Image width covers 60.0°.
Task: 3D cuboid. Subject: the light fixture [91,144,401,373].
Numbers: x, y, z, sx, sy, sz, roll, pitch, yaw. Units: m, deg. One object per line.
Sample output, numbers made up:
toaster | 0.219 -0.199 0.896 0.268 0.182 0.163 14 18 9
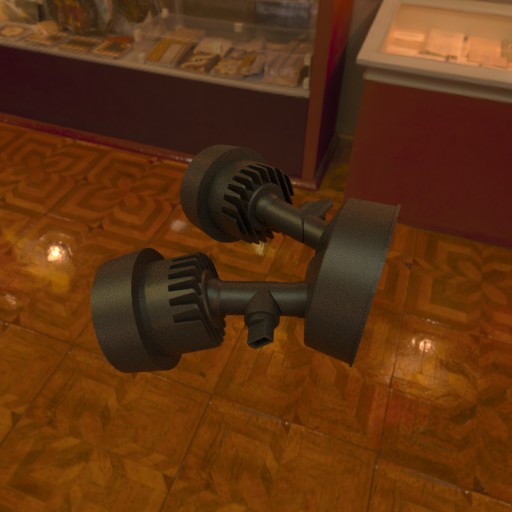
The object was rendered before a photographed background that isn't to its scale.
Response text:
light fixture | 0.000 0.000 0.313 0.168 0.120 0.213 17 50 15
